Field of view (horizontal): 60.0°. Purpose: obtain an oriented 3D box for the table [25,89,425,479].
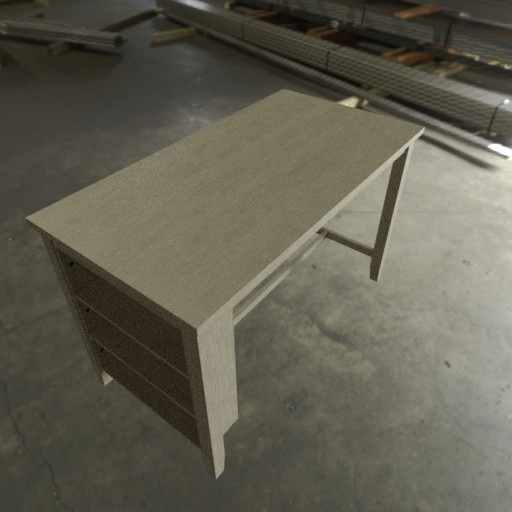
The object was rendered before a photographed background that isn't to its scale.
[{"bbox_3d":[0.000,0.000,1.908,0.729,0.874,1.397,27,47,28],"label":"table"}]
